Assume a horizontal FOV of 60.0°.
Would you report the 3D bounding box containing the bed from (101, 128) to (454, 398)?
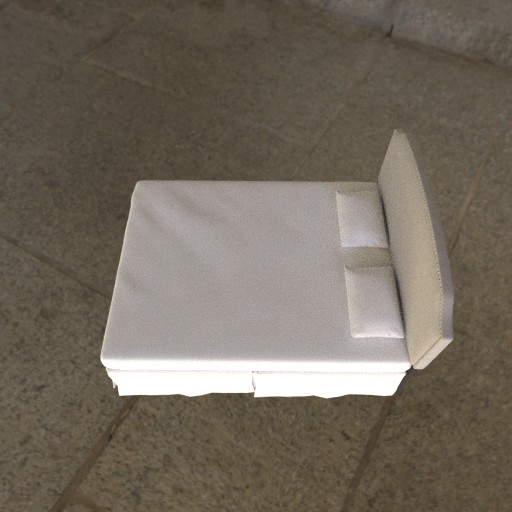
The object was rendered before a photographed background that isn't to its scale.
[{"bbox_3d":[0.000,0.000,2.995,1.999,1.270,1.558,1,58,0],"label":"bed"}]
